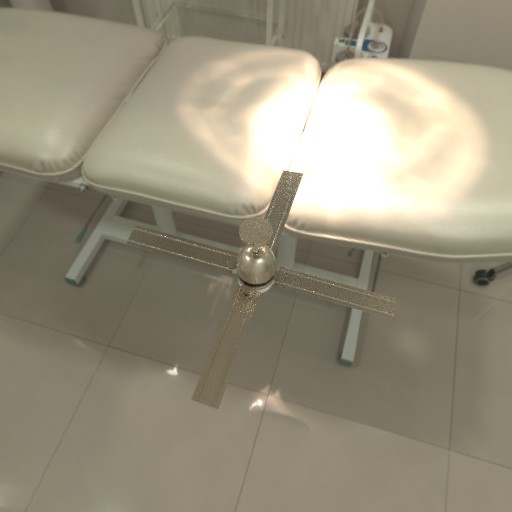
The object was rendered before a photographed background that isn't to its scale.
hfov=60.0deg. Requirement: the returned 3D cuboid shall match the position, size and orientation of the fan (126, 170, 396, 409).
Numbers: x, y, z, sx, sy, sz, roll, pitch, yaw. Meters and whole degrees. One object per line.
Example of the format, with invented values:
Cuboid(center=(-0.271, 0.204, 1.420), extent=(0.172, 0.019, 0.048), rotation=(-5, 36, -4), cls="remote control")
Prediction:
Cuboid(center=(0.000, 0.000, 2.044), extent=(1.346, 0.406, 1.346), rotation=(14, 59, 9), cls="fan")
